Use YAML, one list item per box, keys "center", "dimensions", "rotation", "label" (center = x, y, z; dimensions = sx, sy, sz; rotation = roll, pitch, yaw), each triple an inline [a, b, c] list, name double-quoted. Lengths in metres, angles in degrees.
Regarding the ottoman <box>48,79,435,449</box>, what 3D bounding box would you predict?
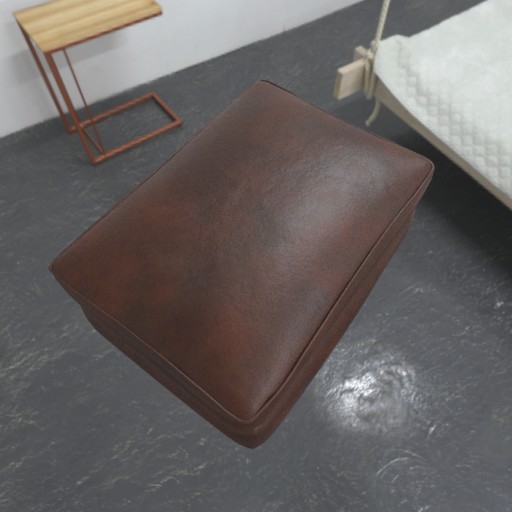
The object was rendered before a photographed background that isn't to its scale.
- center: [0.000, 0.000, 0.989]
  dimensions: [0.501, 0.432, 0.665]
  rotation: [33, 64, 18]
  label: "ottoman"
